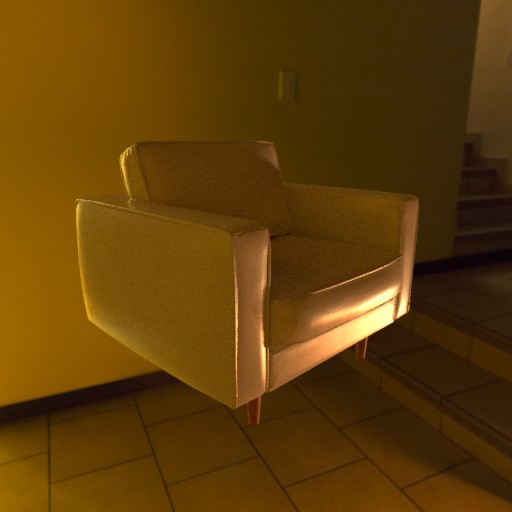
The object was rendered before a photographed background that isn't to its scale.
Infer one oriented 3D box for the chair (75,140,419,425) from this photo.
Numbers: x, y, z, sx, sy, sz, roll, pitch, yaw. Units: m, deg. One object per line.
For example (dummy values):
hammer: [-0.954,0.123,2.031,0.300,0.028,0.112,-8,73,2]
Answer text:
chair: [0.000,0.000,1.533,0.928,0.773,0.843,-14,20,-43]
